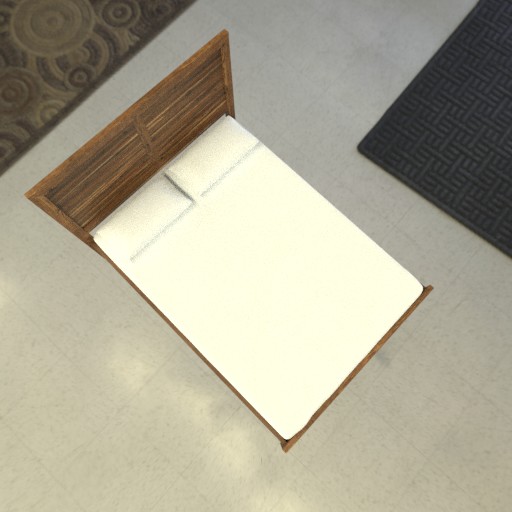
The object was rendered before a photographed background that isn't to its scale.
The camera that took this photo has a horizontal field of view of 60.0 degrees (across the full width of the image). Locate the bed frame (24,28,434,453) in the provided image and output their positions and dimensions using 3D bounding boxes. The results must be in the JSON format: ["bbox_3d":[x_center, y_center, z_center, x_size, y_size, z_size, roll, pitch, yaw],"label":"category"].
[{"bbox_3d":[0.000,0.000,3.310,2.276,1.417,1.696,44,79,11],"label":"bed frame"}]
